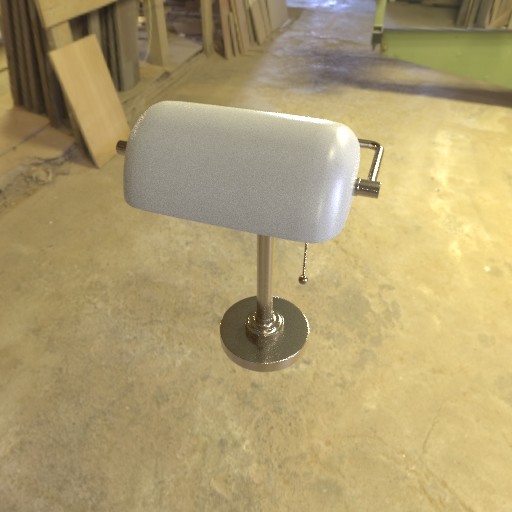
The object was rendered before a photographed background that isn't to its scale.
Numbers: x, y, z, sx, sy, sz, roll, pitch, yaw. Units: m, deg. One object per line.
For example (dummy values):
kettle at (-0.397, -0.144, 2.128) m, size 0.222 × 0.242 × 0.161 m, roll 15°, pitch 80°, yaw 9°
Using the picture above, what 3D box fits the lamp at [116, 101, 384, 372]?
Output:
lamp at (0.000, 0.000, 0.566) m, size 0.269 × 0.404 × 0.227 m, roll 12°, pitch 41°, yaw 14°
